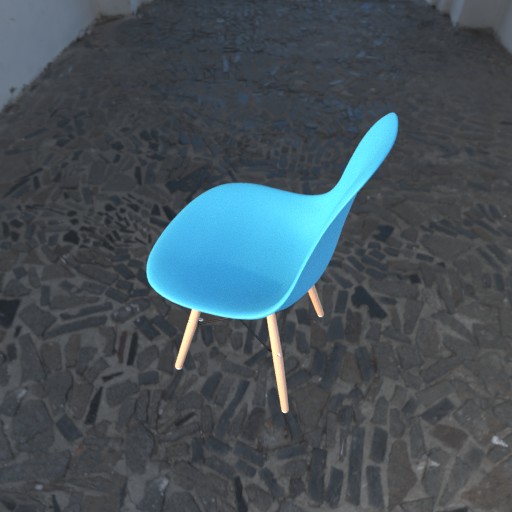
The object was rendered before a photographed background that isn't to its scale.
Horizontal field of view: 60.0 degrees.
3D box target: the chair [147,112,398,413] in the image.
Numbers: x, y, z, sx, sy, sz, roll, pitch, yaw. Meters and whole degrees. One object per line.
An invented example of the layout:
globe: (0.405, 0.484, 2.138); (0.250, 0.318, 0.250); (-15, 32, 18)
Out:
chair: (0.000, 0.000, 1.151); (0.531, 0.826, 0.470); (17, 49, 15)
